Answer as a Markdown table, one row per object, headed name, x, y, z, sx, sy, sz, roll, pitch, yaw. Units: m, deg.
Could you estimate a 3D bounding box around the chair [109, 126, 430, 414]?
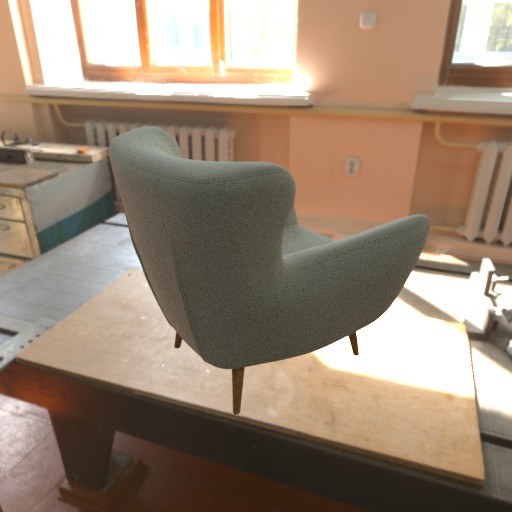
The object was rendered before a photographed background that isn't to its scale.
| name | x | y | z | sx | sy | sz | roll | pitch | yaw |
| --- | --- | --- | --- | --- | --- | --- | --- | --- | --- |
| chair | 0.000 | 0.000 | 1.649 | 0.889 | 0.889 | 0.890 | -17 | 30 | -32 |
